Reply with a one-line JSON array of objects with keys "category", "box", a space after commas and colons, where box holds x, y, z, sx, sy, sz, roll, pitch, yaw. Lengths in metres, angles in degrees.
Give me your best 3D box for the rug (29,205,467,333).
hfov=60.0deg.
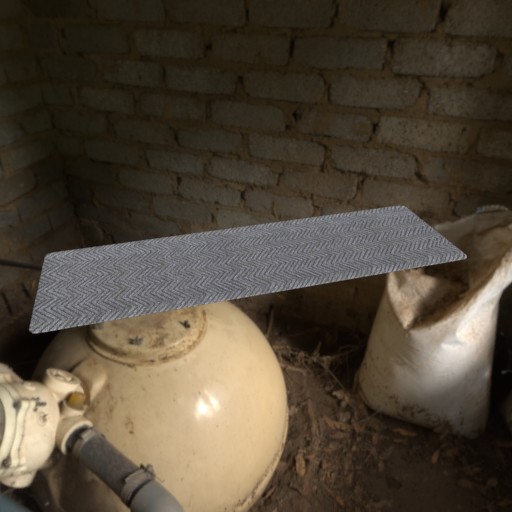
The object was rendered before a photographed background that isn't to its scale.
[{"category": "rug", "box": [0.000, 0.000, 2.498, 2.286, 0.008, 0.686, -9, 34, -13]}]
